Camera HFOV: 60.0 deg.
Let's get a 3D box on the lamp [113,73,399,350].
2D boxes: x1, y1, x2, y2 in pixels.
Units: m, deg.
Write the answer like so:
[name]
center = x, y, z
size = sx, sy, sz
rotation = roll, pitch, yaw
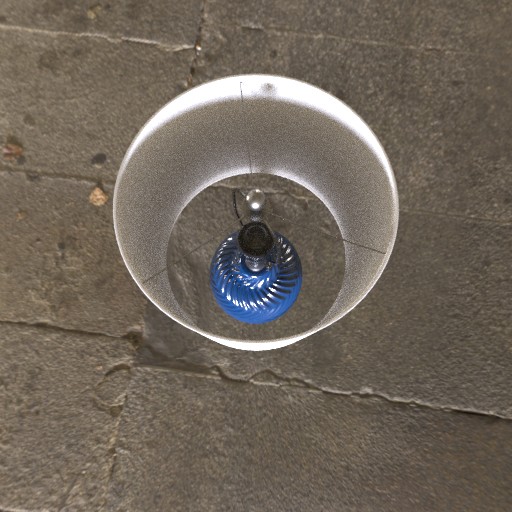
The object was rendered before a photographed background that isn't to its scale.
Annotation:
[lamp]
center = 0.000, 0.000, 0.489
size = 0.203, 0.368, 0.203
rotation = -36, 79, -8
